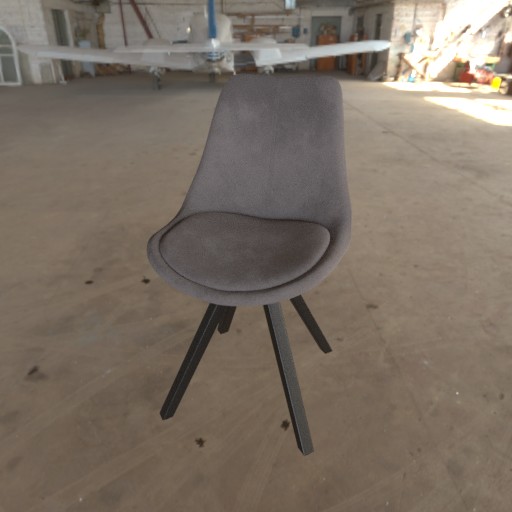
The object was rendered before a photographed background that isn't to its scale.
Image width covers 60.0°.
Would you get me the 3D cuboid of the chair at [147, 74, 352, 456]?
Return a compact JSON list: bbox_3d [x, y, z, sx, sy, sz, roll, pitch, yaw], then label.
[{"bbox_3d":[0.000,0.000,1.168,0.476,0.850,0.550,8,28,15],"label":"chair"}]
